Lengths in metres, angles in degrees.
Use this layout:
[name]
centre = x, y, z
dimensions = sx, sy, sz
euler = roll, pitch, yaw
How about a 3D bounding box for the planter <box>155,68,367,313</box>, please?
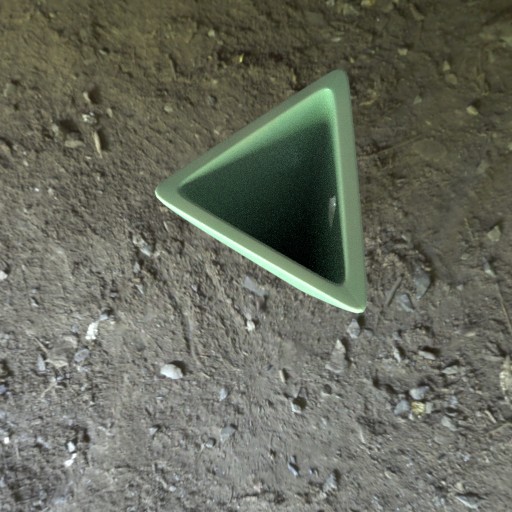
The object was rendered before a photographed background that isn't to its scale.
[planter]
centre = 0.000, 0.000, 0.220
dimensions = 0.064, 0.178, 0.080
euler = -1, 75, 0
